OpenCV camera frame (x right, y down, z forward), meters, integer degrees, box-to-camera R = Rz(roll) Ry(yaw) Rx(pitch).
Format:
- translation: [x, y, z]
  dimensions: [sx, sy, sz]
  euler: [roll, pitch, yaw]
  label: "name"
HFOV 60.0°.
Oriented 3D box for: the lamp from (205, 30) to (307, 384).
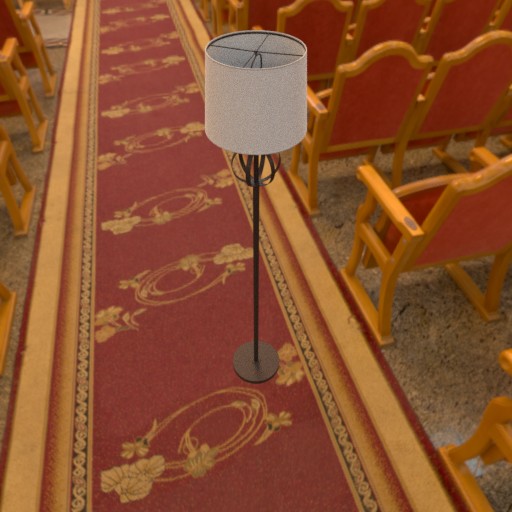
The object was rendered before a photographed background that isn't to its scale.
- translation: [0.000, 0.000, 1.617]
  dimensions: [0.286, 1.462, 0.286]
  euler: [-10, 46, -10]
  label: "lamp"
